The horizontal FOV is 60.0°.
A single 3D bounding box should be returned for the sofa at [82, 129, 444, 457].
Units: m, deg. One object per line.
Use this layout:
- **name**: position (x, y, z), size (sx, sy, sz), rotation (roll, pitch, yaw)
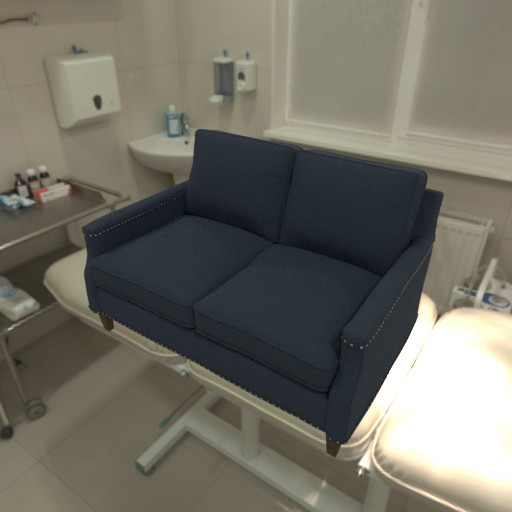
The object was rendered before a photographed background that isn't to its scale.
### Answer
- **sofa**: position (0.000, 0.000, 2.328), size (1.597, 1.003, 1.084), rotation (19, 36, 29)
